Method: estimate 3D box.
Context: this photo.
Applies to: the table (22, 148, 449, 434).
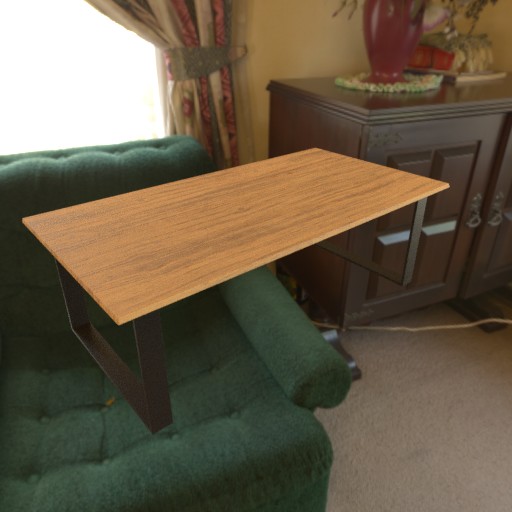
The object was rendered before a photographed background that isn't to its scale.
[{"bbox_3d":[0.000,0.000,1.631,1.331,0.445,0.693,-22,35,-35],"label":"table"}]
